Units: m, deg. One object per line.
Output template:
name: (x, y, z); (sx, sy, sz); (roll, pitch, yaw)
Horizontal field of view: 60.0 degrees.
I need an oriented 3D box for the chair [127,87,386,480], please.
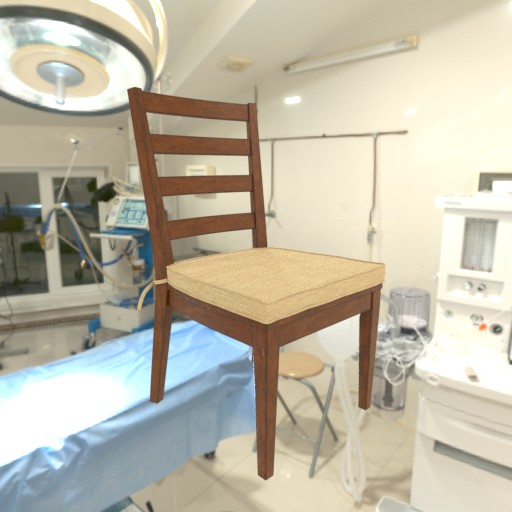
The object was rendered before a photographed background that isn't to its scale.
chair: (0.000, 0.000, 1.351); (0.593, 0.979, 0.595); (-11, 16, -43)
